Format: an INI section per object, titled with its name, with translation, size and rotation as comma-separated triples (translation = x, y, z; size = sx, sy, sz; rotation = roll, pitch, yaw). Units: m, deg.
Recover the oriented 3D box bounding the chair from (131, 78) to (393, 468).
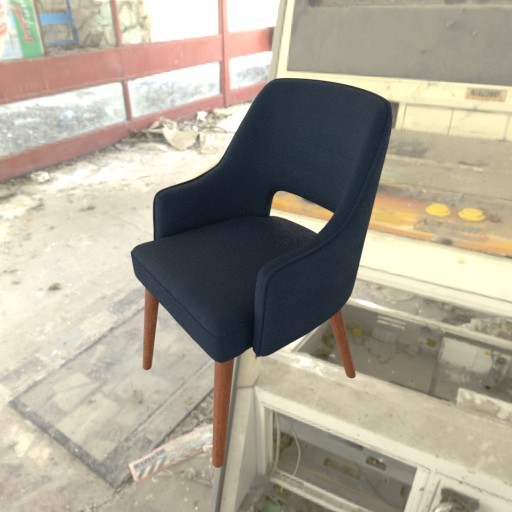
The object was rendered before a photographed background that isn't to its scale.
[chair]
translation = 0.000, 0.000, 1.220
size = 0.591, 0.844, 0.559
rotation = -21, 37, -31
